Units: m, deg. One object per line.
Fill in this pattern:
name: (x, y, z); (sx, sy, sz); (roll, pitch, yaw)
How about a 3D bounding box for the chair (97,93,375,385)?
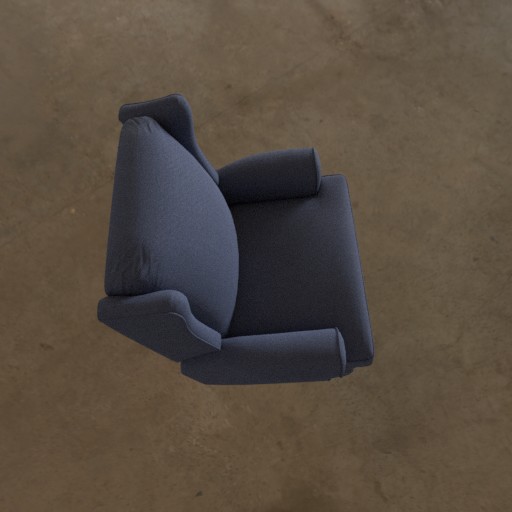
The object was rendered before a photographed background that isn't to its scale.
chair: (0.000, 0.000, 1.733); (0.877, 1.020, 0.971); (-2, 65, -1)
